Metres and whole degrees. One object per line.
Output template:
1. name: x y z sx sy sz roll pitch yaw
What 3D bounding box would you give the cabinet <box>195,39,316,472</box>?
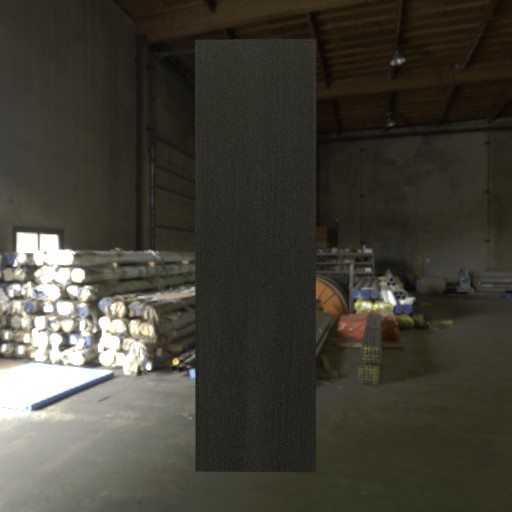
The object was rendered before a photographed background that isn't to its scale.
1. cabinet: 0.000 0.000 1.949 0.500 1.790 0.230 0 0 1
